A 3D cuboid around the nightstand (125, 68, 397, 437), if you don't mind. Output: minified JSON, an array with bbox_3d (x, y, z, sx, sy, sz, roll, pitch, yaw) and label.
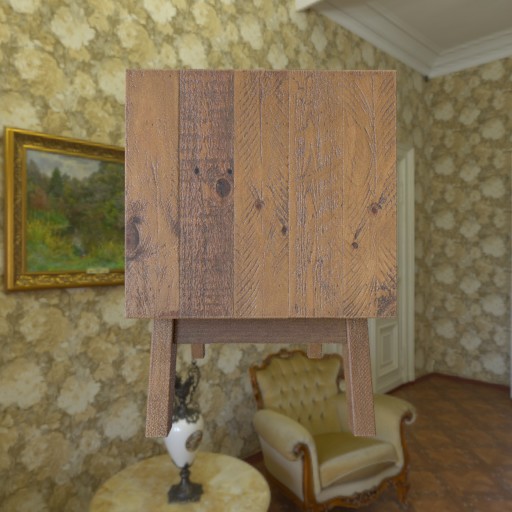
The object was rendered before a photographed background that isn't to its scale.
[{"bbox_3d":[0.000,0.000,1.036,0.450,0.599,0.650,0,0,-1],"label":"nightstand"}]
